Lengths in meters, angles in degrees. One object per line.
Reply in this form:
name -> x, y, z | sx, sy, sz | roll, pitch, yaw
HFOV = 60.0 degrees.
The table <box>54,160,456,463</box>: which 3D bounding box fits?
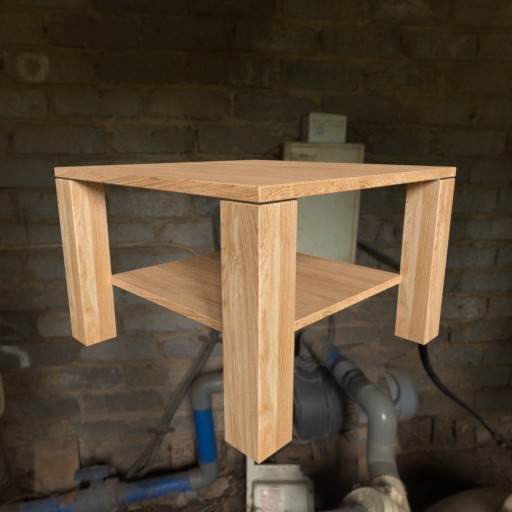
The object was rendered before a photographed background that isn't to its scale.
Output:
table -> 0.000, 0.000, 1.145 | 0.700, 0.450, 0.700 | 14, 20, 43
